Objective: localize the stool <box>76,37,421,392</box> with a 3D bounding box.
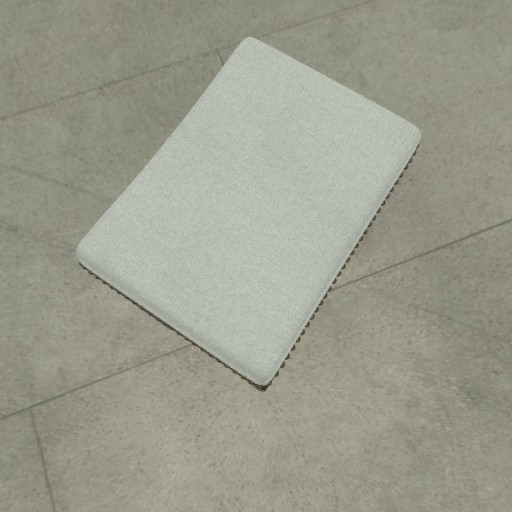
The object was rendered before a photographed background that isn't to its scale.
[{"bbox_3d":[0.000,0.000,1.025,0.358,0.759,0.498,32,77,9],"label":"stool"}]
